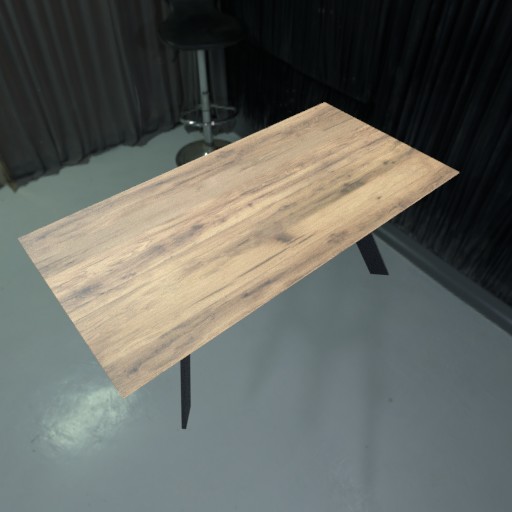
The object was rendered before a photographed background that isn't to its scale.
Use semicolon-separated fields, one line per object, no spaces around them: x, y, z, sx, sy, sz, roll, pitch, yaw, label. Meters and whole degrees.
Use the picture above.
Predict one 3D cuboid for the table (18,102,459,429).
0.000;0.000;2.477;2.000;0.770;1.000;-31;54;-26;table
